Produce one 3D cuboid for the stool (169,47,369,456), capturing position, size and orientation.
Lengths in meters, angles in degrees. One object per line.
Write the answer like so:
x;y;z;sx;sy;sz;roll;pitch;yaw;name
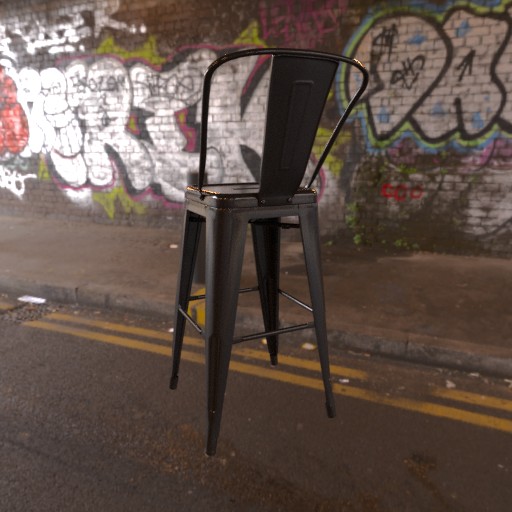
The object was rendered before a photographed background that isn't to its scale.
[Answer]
0.000;0.000;1.291;0.432;1.022;0.528;-7;15;-25;stool
